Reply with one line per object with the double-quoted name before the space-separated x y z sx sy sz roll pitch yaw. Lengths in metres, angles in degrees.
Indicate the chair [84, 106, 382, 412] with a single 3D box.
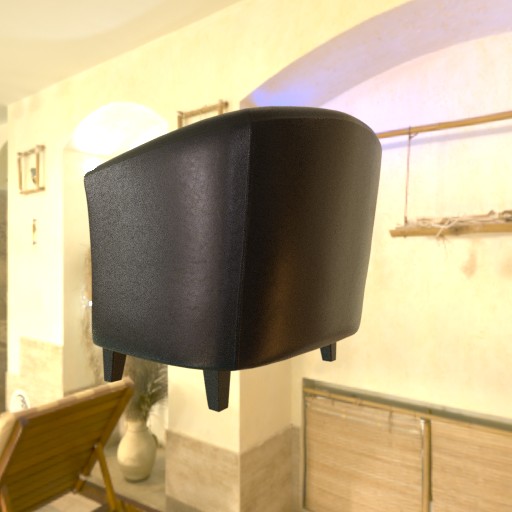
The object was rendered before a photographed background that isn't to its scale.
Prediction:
"chair" 0.000 0.000 1.411 0.727 0.756 0.793 0 1 36
